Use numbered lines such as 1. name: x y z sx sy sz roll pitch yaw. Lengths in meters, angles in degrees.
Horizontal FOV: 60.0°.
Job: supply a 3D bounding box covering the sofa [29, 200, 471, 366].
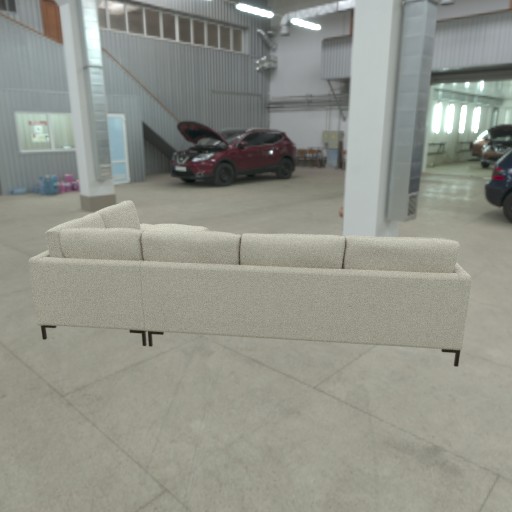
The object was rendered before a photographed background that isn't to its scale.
1. sofa: 0.000 0.000 3.847 2.949 0.815 2.007 2 16 7
